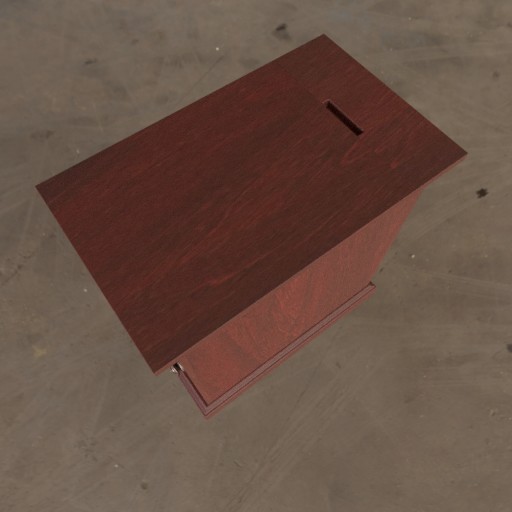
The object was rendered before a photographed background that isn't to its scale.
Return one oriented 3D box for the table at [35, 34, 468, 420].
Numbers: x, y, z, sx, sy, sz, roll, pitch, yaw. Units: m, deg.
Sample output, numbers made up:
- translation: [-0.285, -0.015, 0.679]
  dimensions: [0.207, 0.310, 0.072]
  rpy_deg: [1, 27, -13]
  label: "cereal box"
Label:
- translation: [0.000, 0.000, 0.970]
  dimensions: [0.584, 0.612, 0.356]
  rpy_deg: [-34, 68, -15]
  label: "table"
